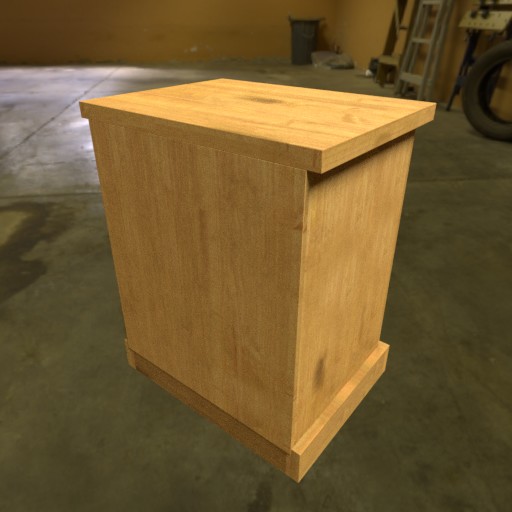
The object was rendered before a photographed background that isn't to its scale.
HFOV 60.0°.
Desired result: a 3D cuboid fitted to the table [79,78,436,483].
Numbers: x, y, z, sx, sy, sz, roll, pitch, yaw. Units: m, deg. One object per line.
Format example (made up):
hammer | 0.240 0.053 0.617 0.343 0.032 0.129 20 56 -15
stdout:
table | 0.000 0.000 1.220 0.660 0.813 0.500 21 35 33
